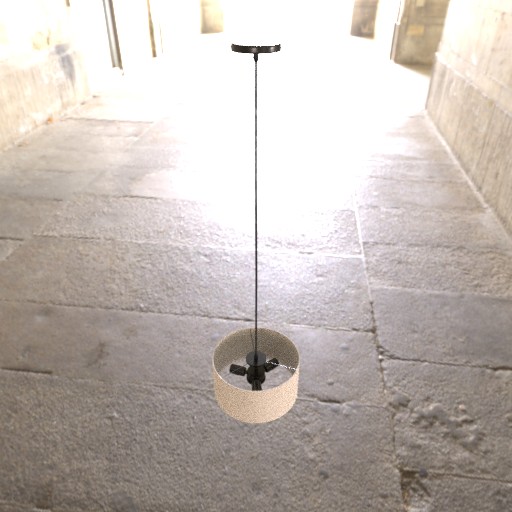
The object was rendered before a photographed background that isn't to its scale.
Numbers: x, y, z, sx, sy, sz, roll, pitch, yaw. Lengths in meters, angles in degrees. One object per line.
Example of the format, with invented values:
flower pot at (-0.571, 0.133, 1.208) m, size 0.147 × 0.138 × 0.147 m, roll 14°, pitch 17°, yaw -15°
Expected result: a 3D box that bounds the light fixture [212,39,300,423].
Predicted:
light fixture at (0.000, 0.000, 1.732) m, size 0.399 × 1.516 × 0.399 m, roll 0°, pitch 33°, yaw 0°
